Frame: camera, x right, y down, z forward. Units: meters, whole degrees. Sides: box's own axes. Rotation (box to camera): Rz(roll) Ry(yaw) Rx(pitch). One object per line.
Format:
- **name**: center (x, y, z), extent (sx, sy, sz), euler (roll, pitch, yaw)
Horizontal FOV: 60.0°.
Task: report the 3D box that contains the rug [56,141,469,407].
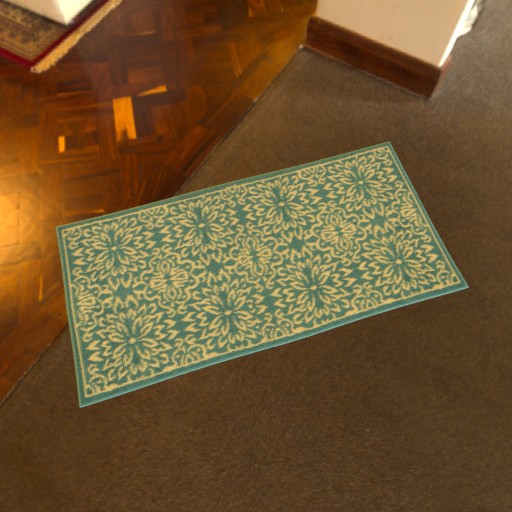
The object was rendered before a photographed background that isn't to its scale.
- **rug**: center (0.000, 0.000, 1.438), extent (1.219, 0.007, 0.604), euler (-16, 66, -7)
